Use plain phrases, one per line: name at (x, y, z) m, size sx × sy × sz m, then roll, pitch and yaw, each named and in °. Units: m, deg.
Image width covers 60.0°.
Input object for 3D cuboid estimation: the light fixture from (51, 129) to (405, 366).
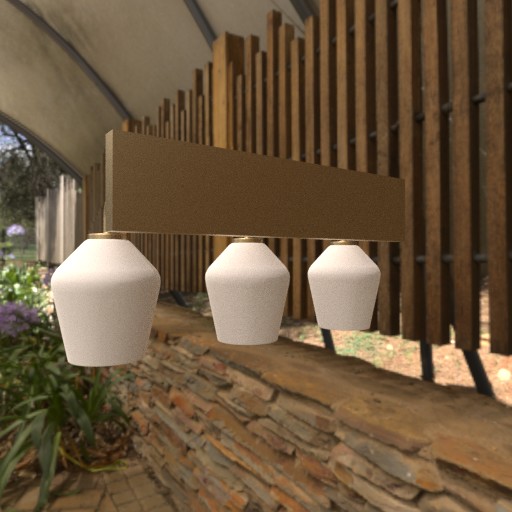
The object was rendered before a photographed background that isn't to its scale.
light fixture at (0.000, 0.000, 0.726) m, size 0.609 × 0.280 × 0.190 m, roll 0°, pitch 0°, yaw -36°
